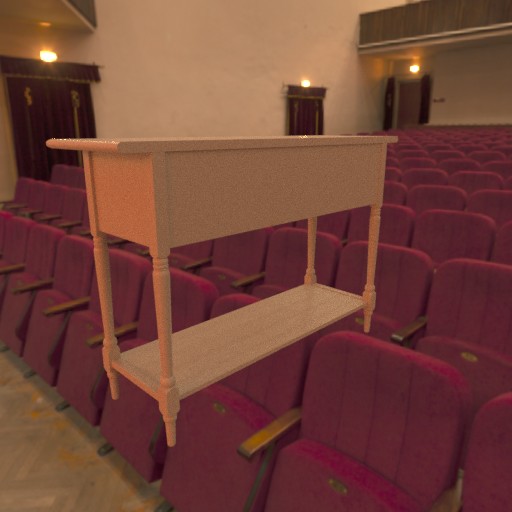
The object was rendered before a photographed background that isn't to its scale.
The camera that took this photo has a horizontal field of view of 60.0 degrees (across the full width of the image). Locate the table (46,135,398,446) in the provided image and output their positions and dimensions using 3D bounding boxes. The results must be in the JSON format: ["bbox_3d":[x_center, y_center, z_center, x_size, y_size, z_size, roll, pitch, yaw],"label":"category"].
[{"bbox_3d":[0.000,0.000,1.564,0.384,0.808,1.197,15,22,43],"label":"table"}]
